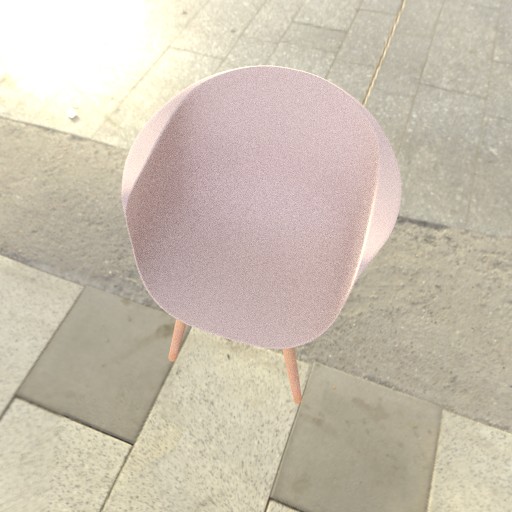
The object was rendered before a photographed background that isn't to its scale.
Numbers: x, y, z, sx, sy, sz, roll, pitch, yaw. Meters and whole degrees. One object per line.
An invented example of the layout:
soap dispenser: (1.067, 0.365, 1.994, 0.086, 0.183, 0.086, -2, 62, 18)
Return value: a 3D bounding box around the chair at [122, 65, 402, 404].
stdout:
chair: (0.000, 0.000, 1.172, 0.593, 0.781, 0.504, 16, 59, 10)
